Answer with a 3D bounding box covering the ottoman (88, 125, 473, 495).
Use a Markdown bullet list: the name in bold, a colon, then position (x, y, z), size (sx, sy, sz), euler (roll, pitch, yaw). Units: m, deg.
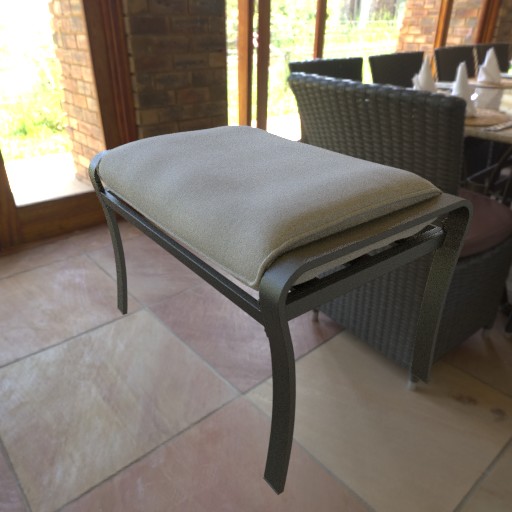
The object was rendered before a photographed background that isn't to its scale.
- **ottoman**: position (0.000, 0.000, 0.874), size (0.406, 0.422, 0.610), euler (-20, 34, -33)
